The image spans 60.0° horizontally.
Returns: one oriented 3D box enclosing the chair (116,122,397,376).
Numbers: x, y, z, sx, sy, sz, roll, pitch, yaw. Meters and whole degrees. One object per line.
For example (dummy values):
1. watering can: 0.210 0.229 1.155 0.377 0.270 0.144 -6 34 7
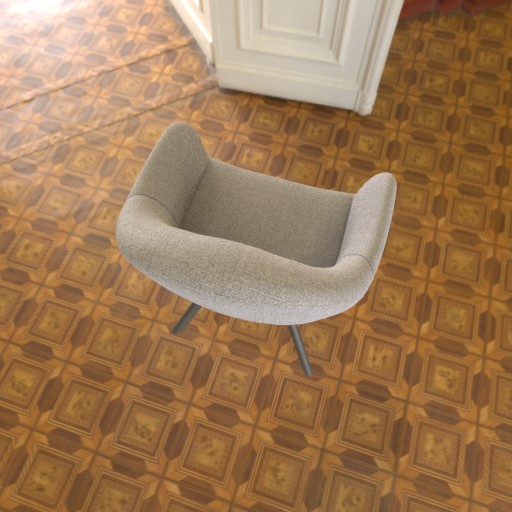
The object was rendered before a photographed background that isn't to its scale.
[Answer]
1. chair: 0.000 0.000 1.197 0.590 0.795 0.550 16 65 7
